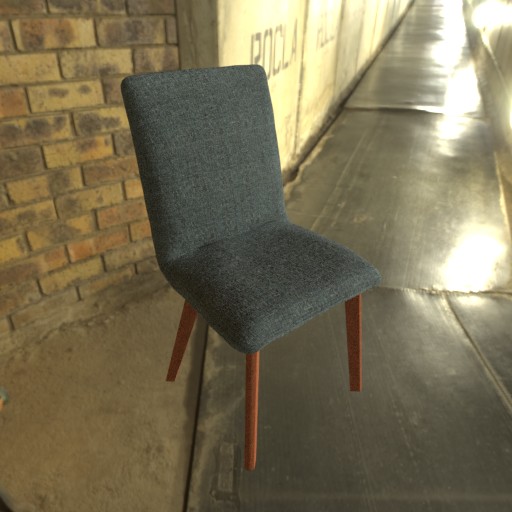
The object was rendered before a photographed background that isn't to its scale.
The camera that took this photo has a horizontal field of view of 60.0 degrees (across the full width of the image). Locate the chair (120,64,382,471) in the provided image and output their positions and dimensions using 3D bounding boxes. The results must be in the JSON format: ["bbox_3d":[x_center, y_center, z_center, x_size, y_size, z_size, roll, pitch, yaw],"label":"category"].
[{"bbox_3d":[0.000,0.000,1.298,0.522,0.974,0.563,-22,37,-32],"label":"chair"}]
